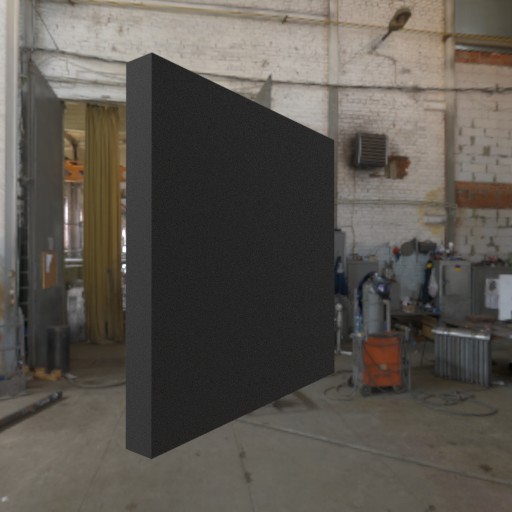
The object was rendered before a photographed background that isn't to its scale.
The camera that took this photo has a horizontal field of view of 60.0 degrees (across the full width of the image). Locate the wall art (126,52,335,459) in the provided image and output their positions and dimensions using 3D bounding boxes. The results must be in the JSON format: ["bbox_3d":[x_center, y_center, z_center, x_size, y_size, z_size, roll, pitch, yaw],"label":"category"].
[{"bbox_3d":[0.000,0.000,0.466,0.030,0.305,0.308,0,0,36],"label":"wall art"}]
